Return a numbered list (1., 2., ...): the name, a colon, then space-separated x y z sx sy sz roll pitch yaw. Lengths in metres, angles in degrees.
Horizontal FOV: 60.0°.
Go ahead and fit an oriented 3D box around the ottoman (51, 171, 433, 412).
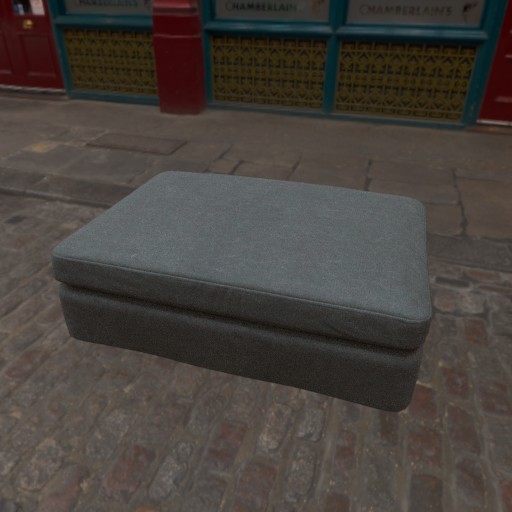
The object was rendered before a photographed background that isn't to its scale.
1. ottoman: 0.000 0.000 1.663 1.199 0.429 0.840 9 32 15
